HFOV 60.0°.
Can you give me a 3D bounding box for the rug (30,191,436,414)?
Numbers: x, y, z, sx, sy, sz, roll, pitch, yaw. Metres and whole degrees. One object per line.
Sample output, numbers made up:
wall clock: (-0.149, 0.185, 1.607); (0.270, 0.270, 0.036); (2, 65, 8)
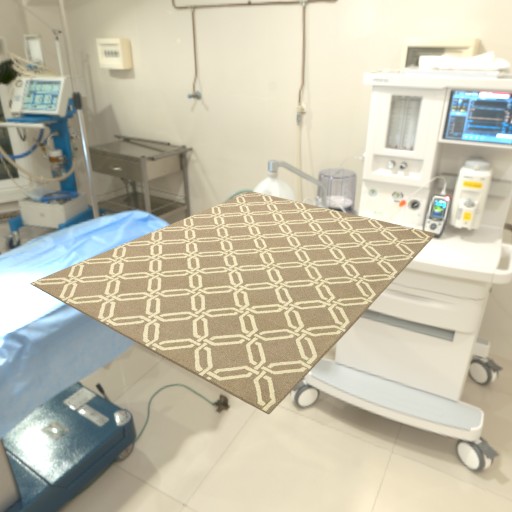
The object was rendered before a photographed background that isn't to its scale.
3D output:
rug: (0.000, 0.000, 3.922); (2.288, 0.018, 2.895); (18, 31, 32)
